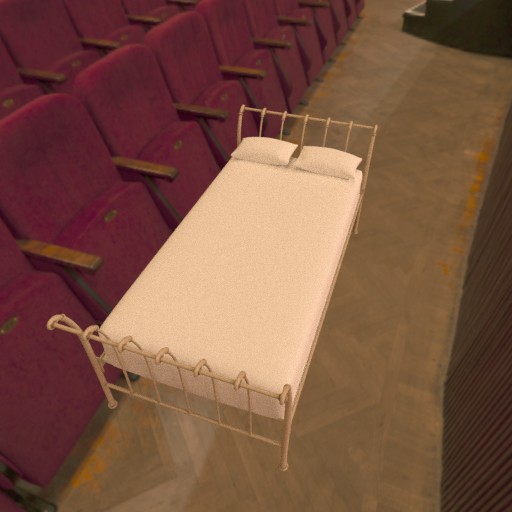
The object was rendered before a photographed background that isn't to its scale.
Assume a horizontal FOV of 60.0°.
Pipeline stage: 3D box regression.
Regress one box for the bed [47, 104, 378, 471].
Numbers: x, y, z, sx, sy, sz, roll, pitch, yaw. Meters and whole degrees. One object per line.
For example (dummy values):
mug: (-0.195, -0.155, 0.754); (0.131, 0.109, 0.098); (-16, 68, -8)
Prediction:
bed: (0.000, 0.000, 2.712); (1.032, 0.873, 2.228); (14, 44, 14)
